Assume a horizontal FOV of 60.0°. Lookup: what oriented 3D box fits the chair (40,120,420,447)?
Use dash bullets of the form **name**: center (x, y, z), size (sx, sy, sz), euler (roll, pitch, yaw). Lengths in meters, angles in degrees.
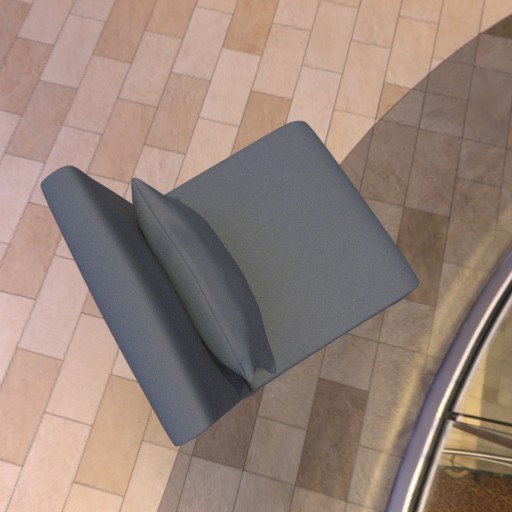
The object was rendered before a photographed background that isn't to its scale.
- **chair**: center (0.000, 0.000, 1.502), size (0.900, 0.808, 0.770), euler (-30, 77, -8)
